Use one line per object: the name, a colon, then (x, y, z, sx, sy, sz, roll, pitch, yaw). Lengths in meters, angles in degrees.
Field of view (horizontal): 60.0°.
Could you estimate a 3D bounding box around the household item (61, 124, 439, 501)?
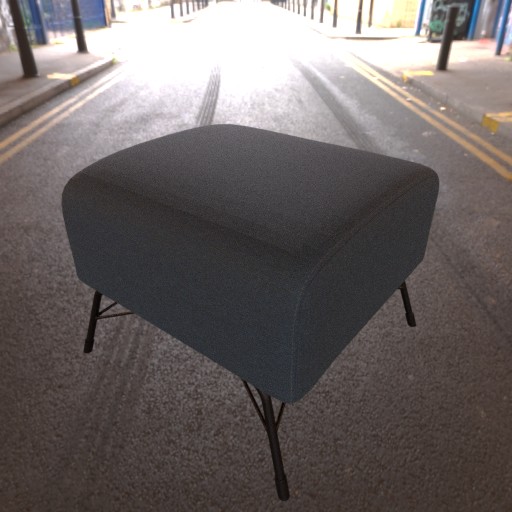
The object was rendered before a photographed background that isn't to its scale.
household item: (0.000, 0.000, 0.876, 0.530, 0.420, 0.530, 22, 37, 32)
